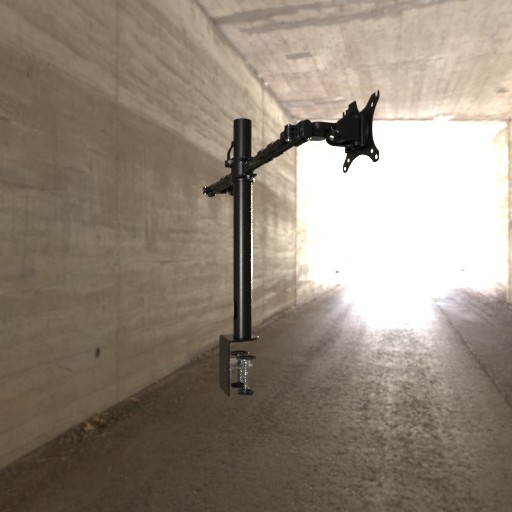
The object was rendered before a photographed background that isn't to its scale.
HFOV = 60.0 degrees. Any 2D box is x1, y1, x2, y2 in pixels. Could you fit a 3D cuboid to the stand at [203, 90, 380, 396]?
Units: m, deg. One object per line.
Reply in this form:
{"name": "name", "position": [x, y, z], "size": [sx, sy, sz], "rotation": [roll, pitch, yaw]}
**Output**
{"name": "stand", "position": [0.000, 0.000, 1.000], "size": [0.150, 0.603, 0.743], "rotation": [0, 0, -18]}
